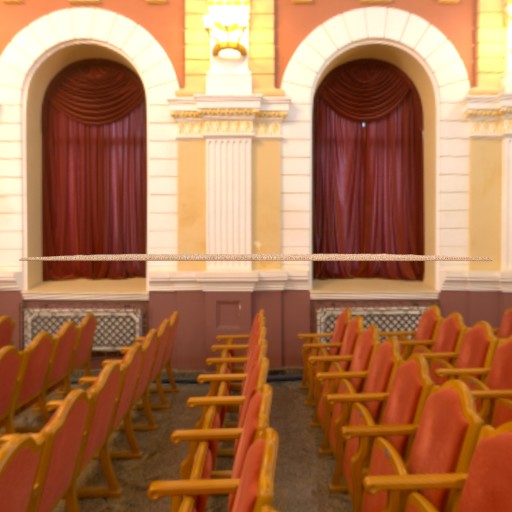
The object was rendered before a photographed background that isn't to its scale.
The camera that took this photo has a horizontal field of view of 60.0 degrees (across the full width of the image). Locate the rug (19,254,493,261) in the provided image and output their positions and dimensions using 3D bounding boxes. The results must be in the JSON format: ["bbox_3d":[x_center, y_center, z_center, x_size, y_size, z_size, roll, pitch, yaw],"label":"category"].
[{"bbox_3d":[0.000,0.000,4.059,3.052,0.030,2.429,0,1,1],"label":"rug"}]
